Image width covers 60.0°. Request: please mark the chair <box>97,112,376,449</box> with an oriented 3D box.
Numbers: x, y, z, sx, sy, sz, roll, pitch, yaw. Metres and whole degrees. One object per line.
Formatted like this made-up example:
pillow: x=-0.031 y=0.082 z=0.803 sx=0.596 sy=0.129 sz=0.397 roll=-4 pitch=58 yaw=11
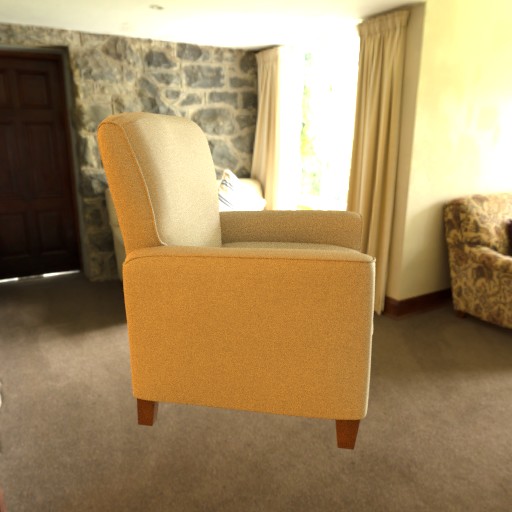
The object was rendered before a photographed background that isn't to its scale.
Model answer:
chair: x=0.000 y=0.000 z=1.668 sx=0.858 sy=1.023 sz=0.841 roll=3 pitch=15 yaw=10
